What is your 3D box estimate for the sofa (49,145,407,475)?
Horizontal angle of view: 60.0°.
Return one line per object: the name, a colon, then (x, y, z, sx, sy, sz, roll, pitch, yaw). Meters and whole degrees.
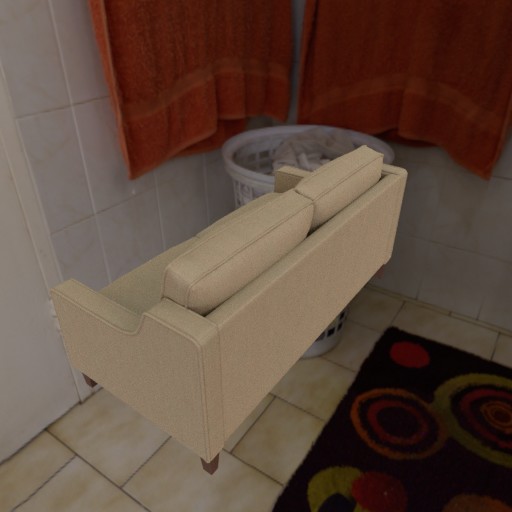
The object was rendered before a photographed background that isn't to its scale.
sofa: (0.000, 0.000, 2.812, 1.066, 1.071, 2.178, 21, 37, 30)
